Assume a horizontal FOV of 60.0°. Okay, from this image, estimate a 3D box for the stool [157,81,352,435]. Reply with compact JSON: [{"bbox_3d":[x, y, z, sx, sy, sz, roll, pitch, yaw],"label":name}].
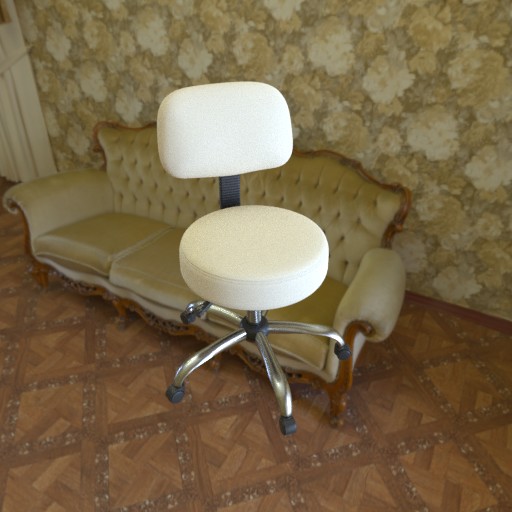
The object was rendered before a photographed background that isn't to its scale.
[{"bbox_3d":[0.000,0.000,1.240,0.609,0.810,0.616,-10,34,-15],"label":"stool"}]
